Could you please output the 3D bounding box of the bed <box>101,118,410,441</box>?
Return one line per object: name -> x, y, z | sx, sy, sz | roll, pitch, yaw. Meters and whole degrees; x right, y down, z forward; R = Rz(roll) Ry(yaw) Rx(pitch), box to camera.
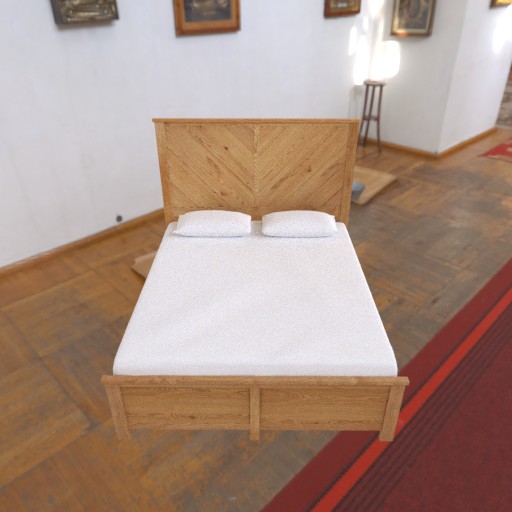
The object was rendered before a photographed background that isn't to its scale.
bed -> 0.000, 0.000, 4.131 | 2.225, 1.938, 2.530 | 0, 30, 0
